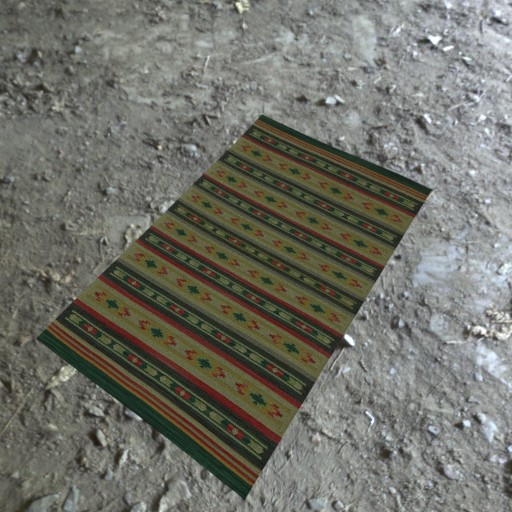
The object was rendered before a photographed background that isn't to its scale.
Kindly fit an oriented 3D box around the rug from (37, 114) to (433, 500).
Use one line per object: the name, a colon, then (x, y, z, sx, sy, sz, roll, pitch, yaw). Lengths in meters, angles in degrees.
rug: (0.000, 0.000, 2.972, 1.520, 0.011, 2.447, 30, 62, 18)
